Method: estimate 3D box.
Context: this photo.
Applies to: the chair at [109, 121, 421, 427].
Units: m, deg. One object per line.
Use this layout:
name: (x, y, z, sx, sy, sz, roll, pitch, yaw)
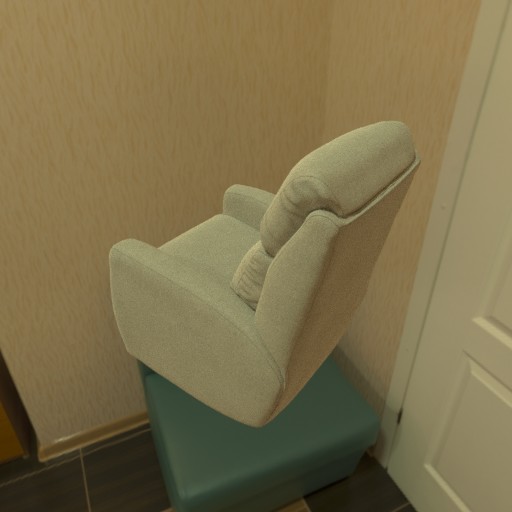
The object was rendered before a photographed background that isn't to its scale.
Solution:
chair: (0.000, 0.000, 1.696, 0.940, 1.021, 0.794, 21, 38, 30)
